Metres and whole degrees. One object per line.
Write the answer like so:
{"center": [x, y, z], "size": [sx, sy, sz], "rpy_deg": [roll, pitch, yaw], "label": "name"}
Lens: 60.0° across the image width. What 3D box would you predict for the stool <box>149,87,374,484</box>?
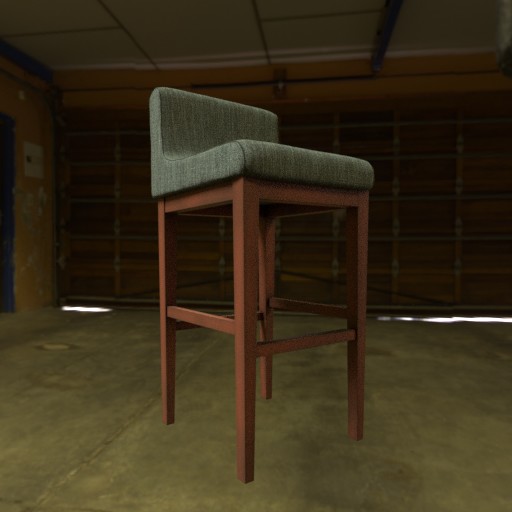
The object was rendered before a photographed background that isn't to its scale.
{"center": [0.000, 0.000, 1.227], "size": [0.426, 0.965, 0.499], "rpy_deg": [-1, 1, -36], "label": "stool"}
